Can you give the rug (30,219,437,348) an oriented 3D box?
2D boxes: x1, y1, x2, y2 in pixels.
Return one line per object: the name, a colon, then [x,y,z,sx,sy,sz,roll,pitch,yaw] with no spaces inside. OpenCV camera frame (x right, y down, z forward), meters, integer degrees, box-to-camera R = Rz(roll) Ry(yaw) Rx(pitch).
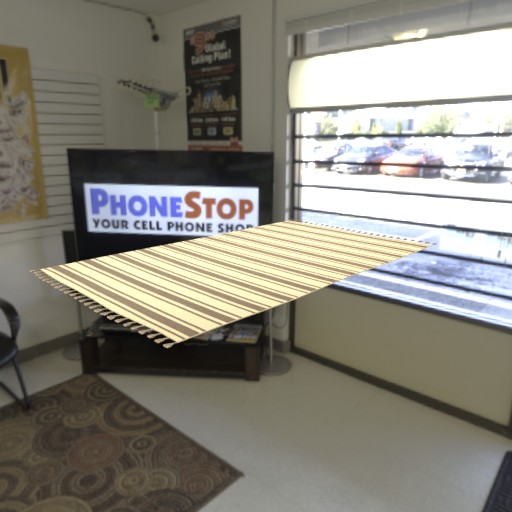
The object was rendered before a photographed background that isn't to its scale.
rug: [0.000,0.000,2.565,1.229,0.011,2.096,14,21,43]
